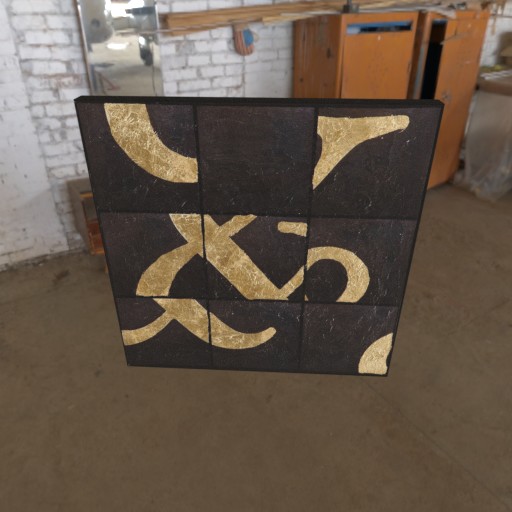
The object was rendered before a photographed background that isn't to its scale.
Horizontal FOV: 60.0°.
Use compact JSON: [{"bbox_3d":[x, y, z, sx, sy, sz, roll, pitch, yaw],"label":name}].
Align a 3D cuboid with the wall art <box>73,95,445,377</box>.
[{"bbox_3d":[0.000,0.000,1.115,0.758,0.758,0.044,2,31,3],"label":"wall art"}]
